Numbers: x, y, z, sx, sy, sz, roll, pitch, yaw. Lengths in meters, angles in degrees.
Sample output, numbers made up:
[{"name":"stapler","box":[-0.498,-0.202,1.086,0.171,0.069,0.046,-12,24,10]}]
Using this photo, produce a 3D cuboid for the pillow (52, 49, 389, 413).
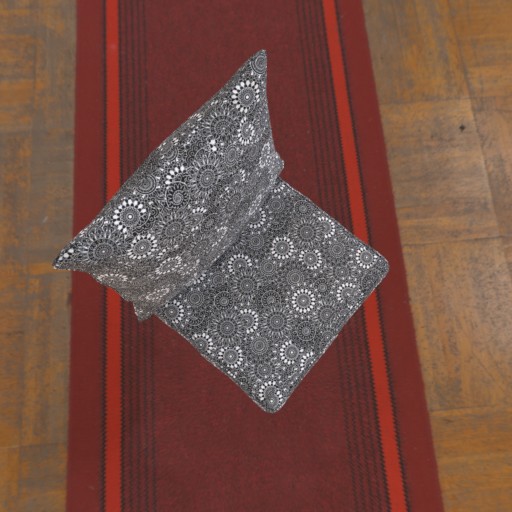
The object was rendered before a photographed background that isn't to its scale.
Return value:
[{"name":"pillow","box":[0.000,0.000,1.382,0.740,0.722,0.798,39,79,9]}]
